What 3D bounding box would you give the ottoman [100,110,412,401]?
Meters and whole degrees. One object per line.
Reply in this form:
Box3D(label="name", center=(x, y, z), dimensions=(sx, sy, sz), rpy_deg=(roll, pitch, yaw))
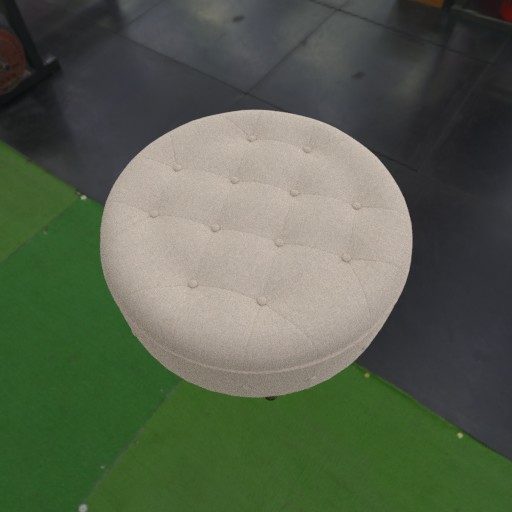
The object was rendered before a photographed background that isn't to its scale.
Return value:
Box3D(label="ottoman", center=(0.000, 0.000, 1.369), dimensions=(0.848, 0.494, 0.848), rpy_deg=(0, 58, 0))
